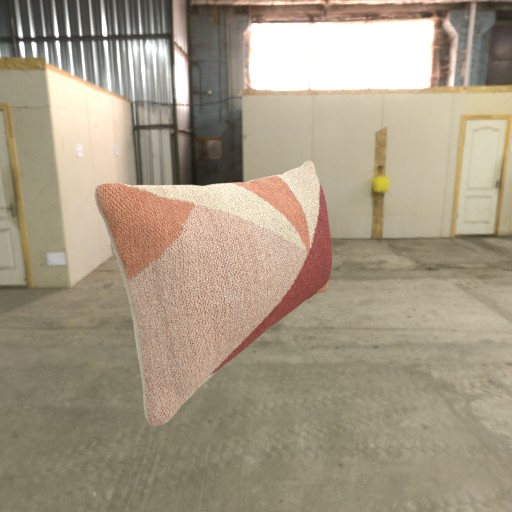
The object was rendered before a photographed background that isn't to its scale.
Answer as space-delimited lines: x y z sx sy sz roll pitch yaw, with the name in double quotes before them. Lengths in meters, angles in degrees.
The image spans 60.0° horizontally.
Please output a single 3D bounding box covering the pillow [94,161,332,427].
"pillow" 0.000 0.000 0.737 0.155 0.292 0.609 7 16 27
